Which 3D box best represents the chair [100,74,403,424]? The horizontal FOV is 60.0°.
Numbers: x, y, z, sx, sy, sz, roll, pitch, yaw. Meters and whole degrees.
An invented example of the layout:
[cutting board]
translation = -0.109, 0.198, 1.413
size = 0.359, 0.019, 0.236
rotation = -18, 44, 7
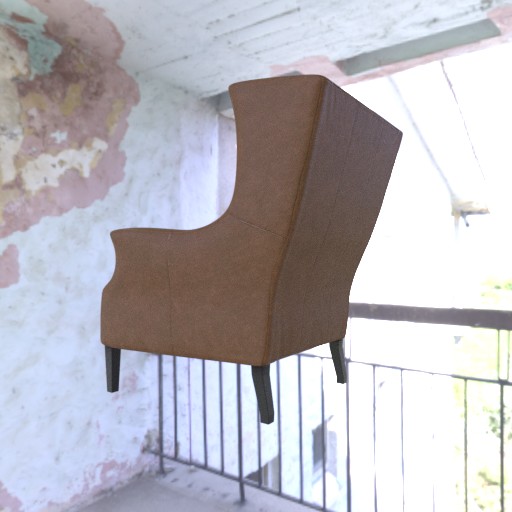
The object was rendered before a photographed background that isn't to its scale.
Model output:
[chair]
translation = 0.000, 0.000, 1.701
size = 0.925, 1.016, 0.852
rotation = 0, 0, 36
